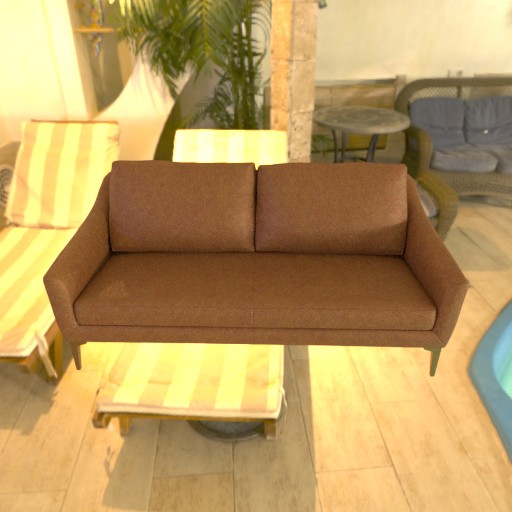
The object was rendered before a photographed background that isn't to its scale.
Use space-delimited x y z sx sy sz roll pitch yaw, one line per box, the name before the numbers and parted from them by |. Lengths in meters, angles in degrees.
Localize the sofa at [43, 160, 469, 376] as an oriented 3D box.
sofa | 0.000 0.000 2.558 2.036 0.945 0.981 1 30 1
